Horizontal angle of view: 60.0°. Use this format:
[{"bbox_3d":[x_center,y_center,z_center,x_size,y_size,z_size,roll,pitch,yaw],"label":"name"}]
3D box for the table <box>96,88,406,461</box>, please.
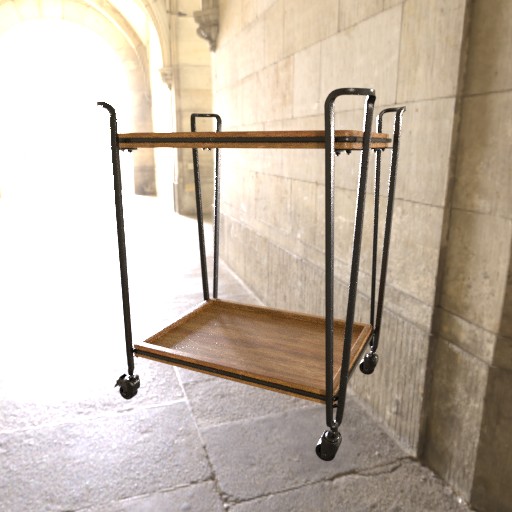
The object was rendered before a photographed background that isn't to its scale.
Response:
[{"bbox_3d":[0.000,0.000,1.211,0.672,0.785,0.505,7,16,25],"label":"table"}]
